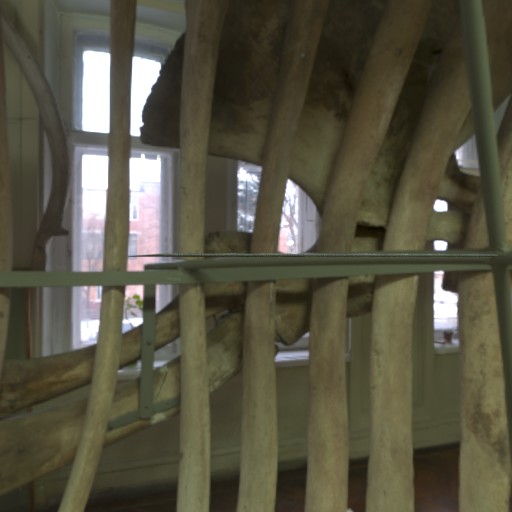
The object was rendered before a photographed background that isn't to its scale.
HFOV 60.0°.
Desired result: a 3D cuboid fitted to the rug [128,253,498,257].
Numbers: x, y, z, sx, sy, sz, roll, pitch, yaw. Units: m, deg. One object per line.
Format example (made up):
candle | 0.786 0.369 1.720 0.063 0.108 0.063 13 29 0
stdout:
rug | 0.000 0.000 2.985 1.554 0.011 2.476 0 0 -19
